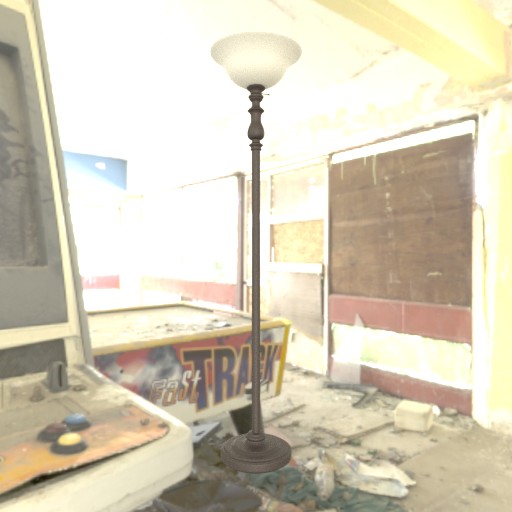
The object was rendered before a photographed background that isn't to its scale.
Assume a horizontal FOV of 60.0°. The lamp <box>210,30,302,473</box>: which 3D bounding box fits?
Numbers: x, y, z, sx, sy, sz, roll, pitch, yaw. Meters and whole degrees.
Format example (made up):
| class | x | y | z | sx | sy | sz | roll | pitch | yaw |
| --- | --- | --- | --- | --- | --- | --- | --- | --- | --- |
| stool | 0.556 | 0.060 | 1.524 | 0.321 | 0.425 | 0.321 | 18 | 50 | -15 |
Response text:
| class | x | y | z | sx | sy | sz | roll | pitch | yaw |
| --- | --- | --- | --- | --- | --- | --- | --- | --- | --- |
| lamp | 0.000 | 0.000 | 1.966 | 0.405 | 1.797 | 0.405 | 0 | 0 | -19 |
